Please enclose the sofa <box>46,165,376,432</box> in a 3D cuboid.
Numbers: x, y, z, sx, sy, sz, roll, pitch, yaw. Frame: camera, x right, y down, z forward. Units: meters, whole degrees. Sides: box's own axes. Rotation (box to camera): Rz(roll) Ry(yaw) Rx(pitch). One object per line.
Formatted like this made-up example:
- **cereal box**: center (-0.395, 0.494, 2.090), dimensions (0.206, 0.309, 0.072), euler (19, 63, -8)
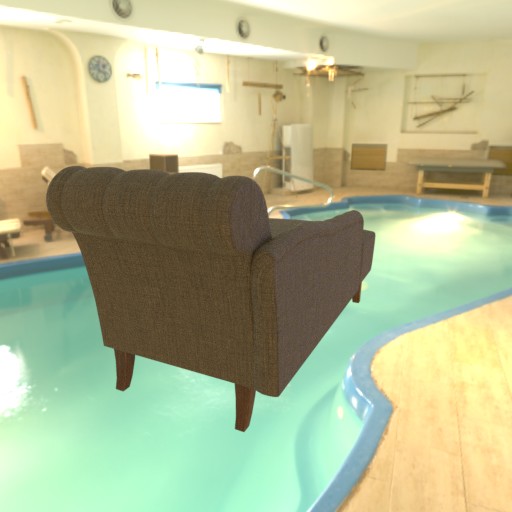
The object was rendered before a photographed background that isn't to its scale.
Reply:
- **sofa**: center (0.000, 0.000, 1.760), dimensions (0.675, 0.787, 1.379), euler (8, 19, 25)
